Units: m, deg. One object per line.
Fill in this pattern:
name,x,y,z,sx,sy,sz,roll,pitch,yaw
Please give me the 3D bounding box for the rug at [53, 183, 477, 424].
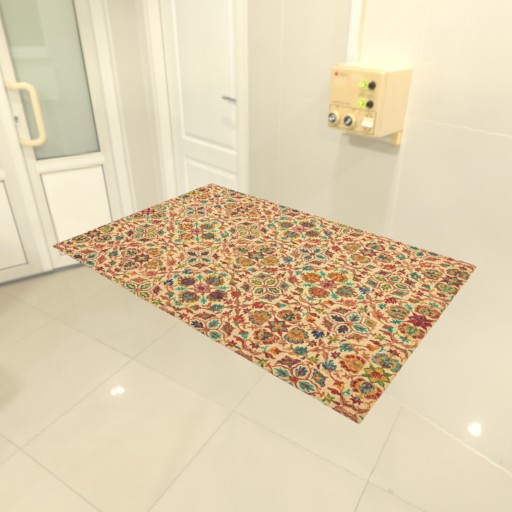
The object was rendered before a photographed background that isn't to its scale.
rug,0.000,0.000,2.295,1.838,0.013,1.226,22,36,33
